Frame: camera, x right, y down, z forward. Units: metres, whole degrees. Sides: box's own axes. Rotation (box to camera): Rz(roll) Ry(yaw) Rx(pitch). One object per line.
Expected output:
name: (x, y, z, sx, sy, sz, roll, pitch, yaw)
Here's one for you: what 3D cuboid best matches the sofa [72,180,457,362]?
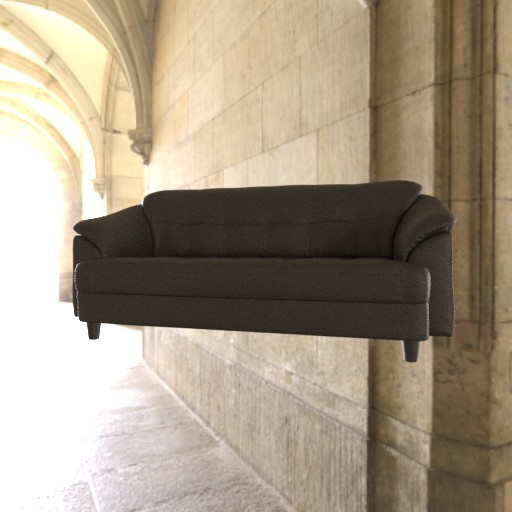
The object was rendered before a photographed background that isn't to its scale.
sofa: (0.000, 0.000, 2.249, 1.829, 0.811, 0.800, 0, 1, 17)
